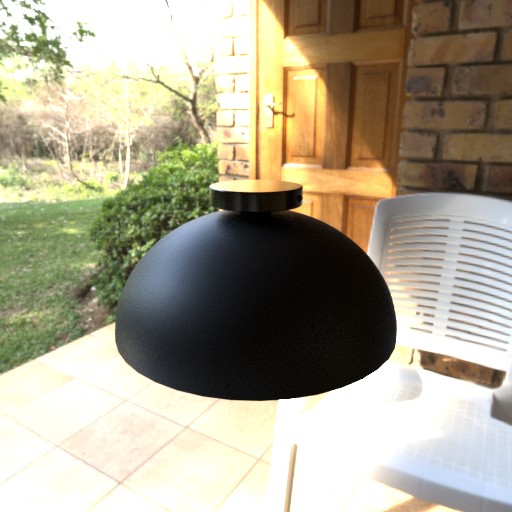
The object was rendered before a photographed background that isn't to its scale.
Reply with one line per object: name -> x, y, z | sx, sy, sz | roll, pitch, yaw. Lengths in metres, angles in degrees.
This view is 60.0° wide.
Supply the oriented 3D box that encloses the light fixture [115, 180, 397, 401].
light fixture -> 0.000, 0.000, 0.558 | 0.355, 0.177, 0.355 | 0, 17, 0
